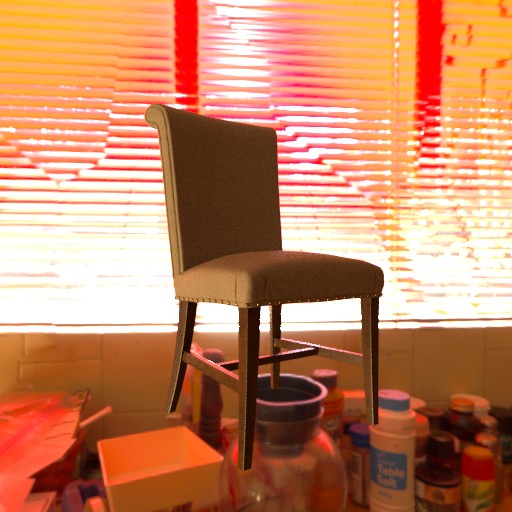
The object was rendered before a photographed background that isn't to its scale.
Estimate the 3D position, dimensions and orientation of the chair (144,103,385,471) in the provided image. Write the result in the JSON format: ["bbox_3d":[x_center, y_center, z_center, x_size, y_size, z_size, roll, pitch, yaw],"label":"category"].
[{"bbox_3d":[0.000,0.000,1.385,0.513,0.988,0.608,0,0,-36],"label":"chair"}]
